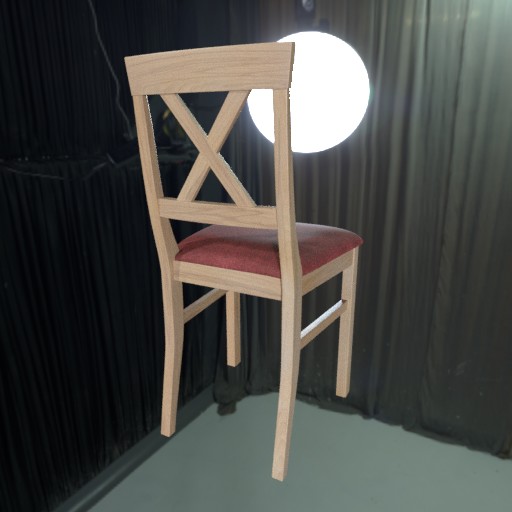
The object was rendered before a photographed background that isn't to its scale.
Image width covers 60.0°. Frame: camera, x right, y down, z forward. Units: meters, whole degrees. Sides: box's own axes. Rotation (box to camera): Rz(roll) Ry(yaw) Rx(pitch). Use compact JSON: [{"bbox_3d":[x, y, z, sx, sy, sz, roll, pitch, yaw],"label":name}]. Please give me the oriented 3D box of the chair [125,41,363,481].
[{"bbox_3d":[0.000,0.000,1.140,0.439,0.912,0.492,8,18,27],"label":"chair"}]
